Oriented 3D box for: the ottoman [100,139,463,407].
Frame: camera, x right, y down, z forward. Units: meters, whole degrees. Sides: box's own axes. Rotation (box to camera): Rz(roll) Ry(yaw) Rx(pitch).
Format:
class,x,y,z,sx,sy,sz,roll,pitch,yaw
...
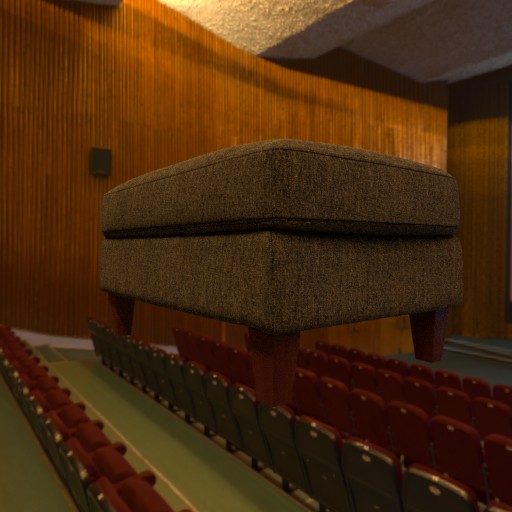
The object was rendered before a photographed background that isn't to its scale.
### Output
class,x,y,z,sx,sy,sz,roll,pitch,yaw
ottoman,0.000,0.000,1.188,0.584,0.483,0.864,-1,1,-37
